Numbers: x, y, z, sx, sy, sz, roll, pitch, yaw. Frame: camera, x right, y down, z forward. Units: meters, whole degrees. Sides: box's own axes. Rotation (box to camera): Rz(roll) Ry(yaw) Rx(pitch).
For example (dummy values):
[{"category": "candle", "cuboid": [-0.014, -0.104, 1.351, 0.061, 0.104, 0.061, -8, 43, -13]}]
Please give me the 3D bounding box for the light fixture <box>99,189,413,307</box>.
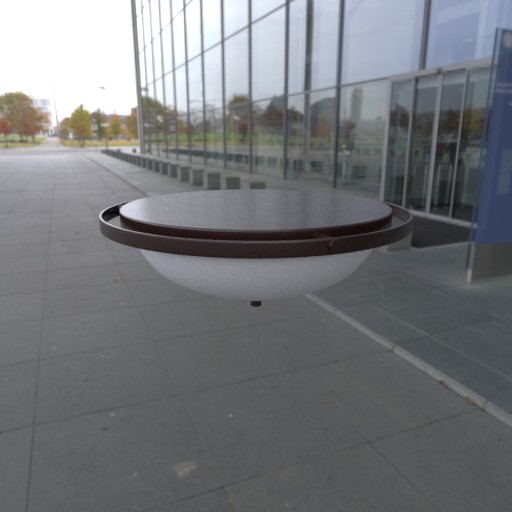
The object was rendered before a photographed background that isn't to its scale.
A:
[{"category": "light fixture", "cuboid": [0.000, 0.000, 0.553, 0.361, 0.130, 0.361, 0, 15, 0]}]
